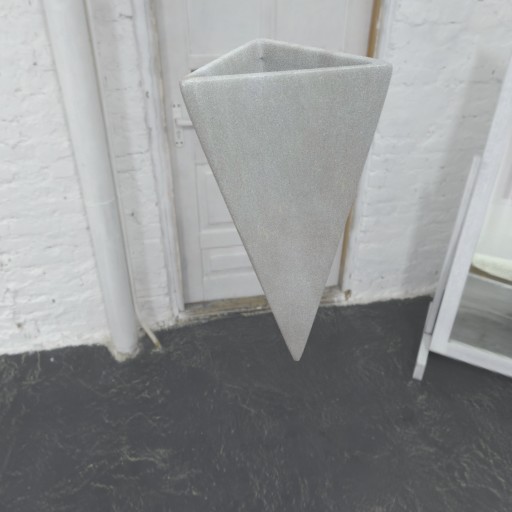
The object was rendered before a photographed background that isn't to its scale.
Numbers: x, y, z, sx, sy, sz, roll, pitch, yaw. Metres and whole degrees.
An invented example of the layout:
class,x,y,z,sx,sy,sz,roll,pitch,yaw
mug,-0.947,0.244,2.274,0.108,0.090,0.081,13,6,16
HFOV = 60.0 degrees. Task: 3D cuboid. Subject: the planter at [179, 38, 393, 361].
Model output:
class,x,y,z,sx,sy,sz,roll,pitch,yaw
planter,0.000,0.000,0.155,0.047,0.130,0.058,-21,38,-29
